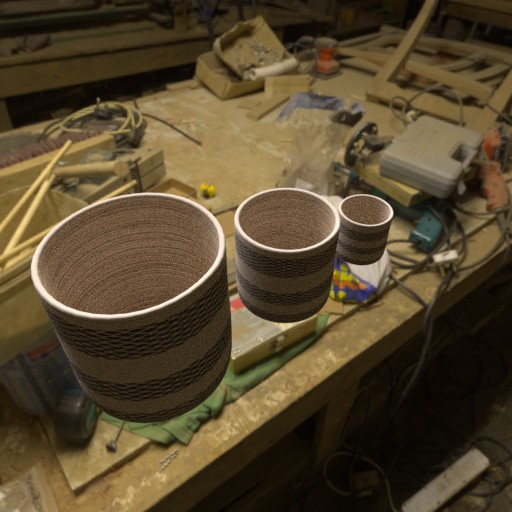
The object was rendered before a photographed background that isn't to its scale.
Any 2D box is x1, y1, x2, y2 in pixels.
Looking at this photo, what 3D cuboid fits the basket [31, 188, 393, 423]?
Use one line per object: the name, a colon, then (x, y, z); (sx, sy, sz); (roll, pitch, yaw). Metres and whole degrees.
basket: (0.000, 0.000, 1.054); (0.917, 0.356, 0.351); (-26, 48, -26)
